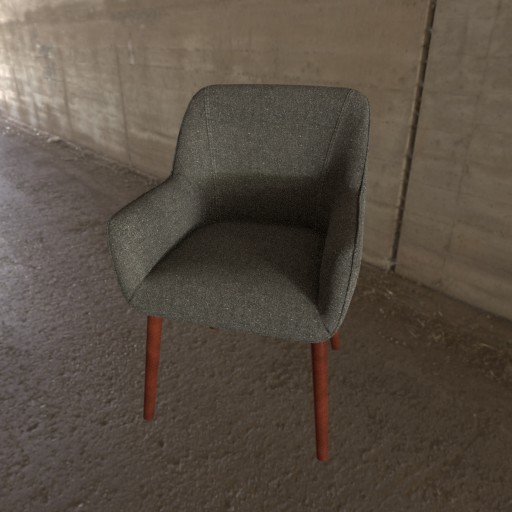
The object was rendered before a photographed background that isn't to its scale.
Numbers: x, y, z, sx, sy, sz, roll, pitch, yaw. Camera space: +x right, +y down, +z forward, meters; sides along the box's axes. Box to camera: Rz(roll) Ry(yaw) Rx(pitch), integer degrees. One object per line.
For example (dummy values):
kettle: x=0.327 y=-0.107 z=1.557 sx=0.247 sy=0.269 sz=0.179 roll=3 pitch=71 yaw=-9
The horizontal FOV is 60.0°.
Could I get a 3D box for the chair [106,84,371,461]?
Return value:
chair: x=0.000 y=0.000 z=1.160 sx=0.543 sy=0.803 sz=0.519 roll=7 pitch=27 yaw=14
